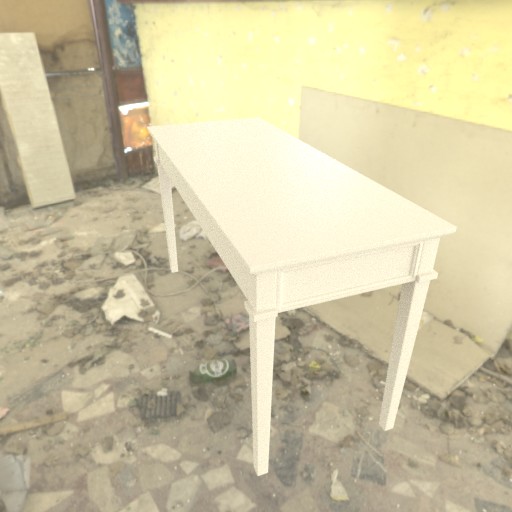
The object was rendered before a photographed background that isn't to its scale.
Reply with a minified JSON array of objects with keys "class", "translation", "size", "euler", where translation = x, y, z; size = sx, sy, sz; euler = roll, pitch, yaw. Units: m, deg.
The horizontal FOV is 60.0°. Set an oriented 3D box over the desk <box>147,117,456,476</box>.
[{"class":"desk","translation":[0.000,0.000,1.778],"size":[0.559,0.774,1.372],"euler":[-11,31,-18]}]
